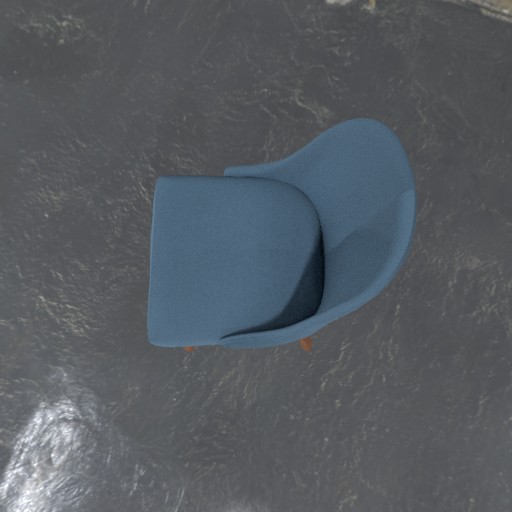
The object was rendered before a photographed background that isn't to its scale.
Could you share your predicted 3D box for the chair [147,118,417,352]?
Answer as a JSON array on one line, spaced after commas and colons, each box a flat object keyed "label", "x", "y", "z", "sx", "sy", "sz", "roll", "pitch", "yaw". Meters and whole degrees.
[{"label": "chair", "x": 0.000, "y": 0.000, "z": 1.230, "sx": 0.589, "sy": 0.882, "sz": 0.503, "roll": 0, "pitch": 74, "yaw": 0}]
